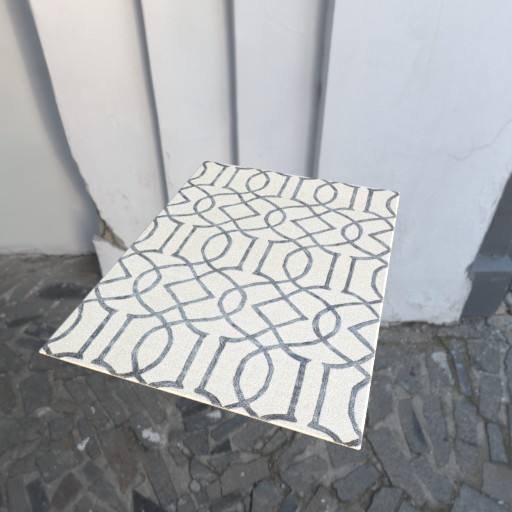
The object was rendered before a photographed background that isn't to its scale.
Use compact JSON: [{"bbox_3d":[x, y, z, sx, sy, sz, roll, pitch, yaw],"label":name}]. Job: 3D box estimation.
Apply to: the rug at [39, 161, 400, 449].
[{"bbox_3d":[0.000,0.000,3.850,2.211,0.021,2.910,12,41,14],"label":"rug"}]
